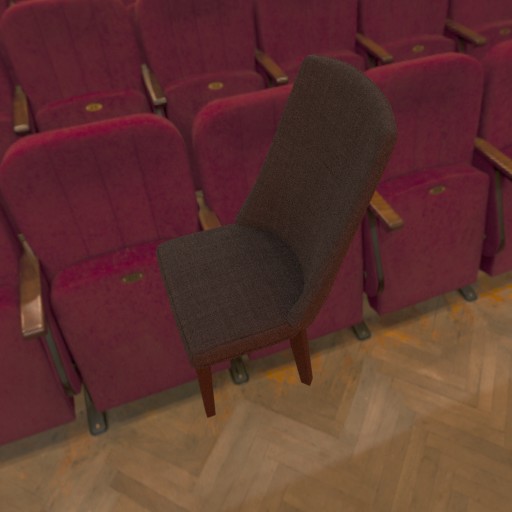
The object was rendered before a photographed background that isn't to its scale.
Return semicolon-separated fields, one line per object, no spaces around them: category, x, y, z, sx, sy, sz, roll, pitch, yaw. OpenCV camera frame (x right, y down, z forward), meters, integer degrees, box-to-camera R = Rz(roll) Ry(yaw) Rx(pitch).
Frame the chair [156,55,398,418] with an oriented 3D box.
chair;0.000;0.000;1.373;0.577;1.050;0.510;-15;49;-14
